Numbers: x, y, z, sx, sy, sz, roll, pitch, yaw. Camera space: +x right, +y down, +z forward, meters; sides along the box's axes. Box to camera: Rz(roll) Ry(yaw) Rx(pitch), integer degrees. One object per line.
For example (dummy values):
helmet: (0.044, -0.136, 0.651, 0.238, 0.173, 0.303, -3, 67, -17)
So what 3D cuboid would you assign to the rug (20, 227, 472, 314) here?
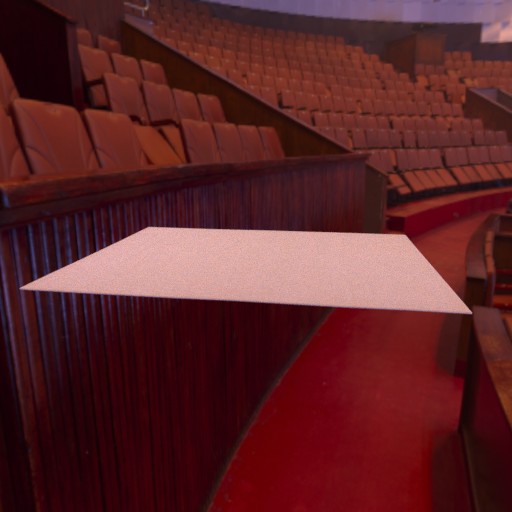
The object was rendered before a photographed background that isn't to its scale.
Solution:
rug: (0.000, 0.000, 4.092, 3.055, 0.021, 2.410, 2, 14, 8)
